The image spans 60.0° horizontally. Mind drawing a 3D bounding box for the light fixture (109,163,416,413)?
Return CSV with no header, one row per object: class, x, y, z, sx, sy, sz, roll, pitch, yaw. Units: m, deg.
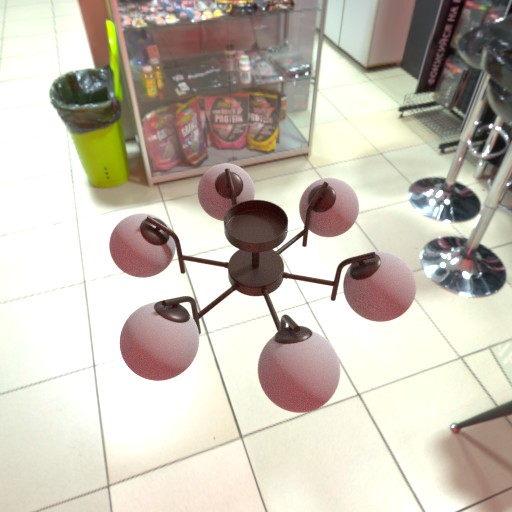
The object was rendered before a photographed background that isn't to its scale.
light fixture,0.000,0.000,0.930,0.662,0.201,0.662,0,46,0
